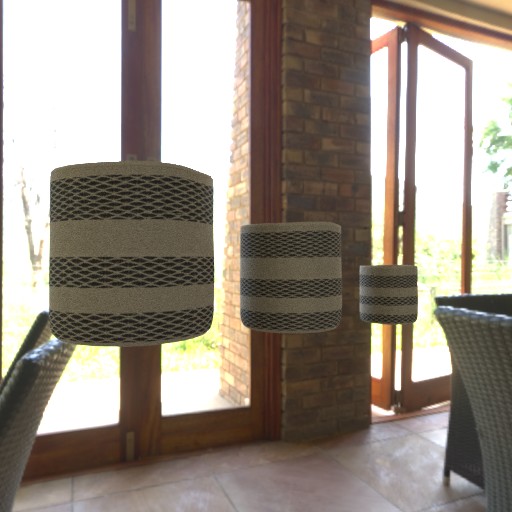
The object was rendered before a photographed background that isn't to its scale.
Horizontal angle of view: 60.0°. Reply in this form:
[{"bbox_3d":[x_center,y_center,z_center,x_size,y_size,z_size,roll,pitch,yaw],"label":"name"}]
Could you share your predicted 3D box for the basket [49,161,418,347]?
[{"bbox_3d":[0.000,0.000,1.080,0.917,0.356,0.351,0,-1,-20],"label":"basket"}]
